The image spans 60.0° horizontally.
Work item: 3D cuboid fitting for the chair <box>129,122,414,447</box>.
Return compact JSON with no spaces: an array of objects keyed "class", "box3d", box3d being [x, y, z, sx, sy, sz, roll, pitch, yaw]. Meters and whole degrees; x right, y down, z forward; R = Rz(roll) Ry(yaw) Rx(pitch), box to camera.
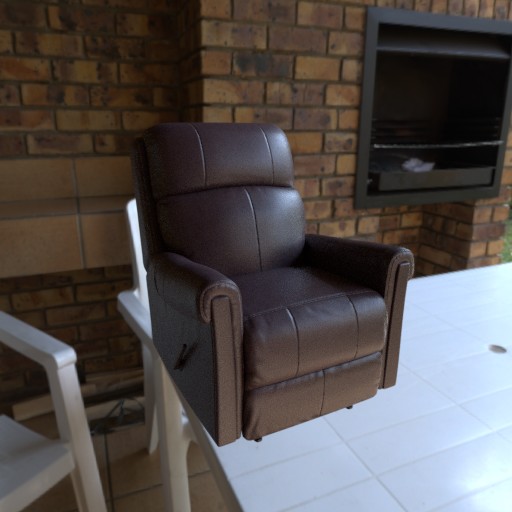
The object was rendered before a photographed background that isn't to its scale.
[{"class":"chair","box3d":[0.000,0.000,1.817,0.838,1.054,1.014,-8,18,-27]}]
